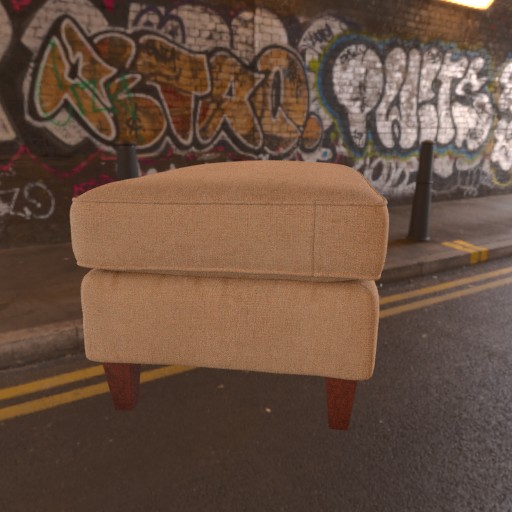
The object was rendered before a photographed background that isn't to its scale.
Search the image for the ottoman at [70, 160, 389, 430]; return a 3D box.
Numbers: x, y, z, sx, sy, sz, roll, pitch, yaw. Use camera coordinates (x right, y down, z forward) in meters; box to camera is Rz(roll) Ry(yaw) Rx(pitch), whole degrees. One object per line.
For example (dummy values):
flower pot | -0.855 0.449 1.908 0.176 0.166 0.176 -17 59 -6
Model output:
ottoman | 0.000 0.000 1.201 0.583 0.484 0.862 2 15 8
